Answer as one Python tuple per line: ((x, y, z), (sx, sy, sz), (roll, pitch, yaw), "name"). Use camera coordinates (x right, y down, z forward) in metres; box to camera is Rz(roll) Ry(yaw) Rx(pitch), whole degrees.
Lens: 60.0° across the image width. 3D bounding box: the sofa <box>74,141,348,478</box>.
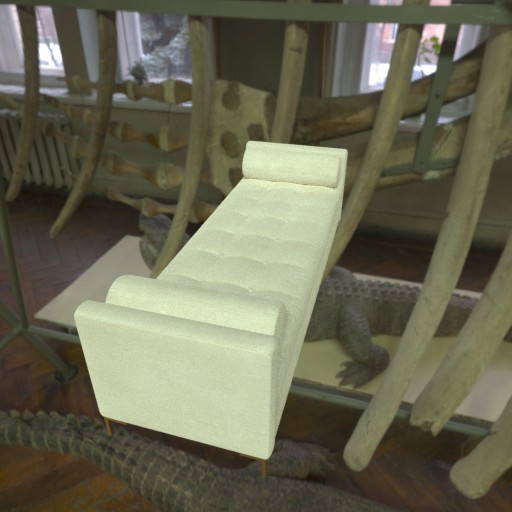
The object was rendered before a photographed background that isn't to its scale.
((0.000, 0.000, 2.335), (0.686, 0.635, 1.981), (9, 32, 14), "sofa")
